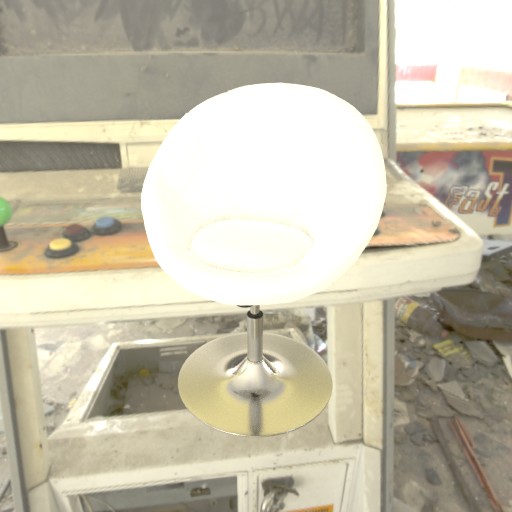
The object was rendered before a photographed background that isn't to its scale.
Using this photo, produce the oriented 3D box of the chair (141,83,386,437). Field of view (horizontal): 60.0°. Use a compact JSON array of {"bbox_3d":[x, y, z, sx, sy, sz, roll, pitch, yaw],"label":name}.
[{"bbox_3d":[0.000,0.000,1.791,0.940,1.261,0.736,9,27,17],"label":"chair"}]
